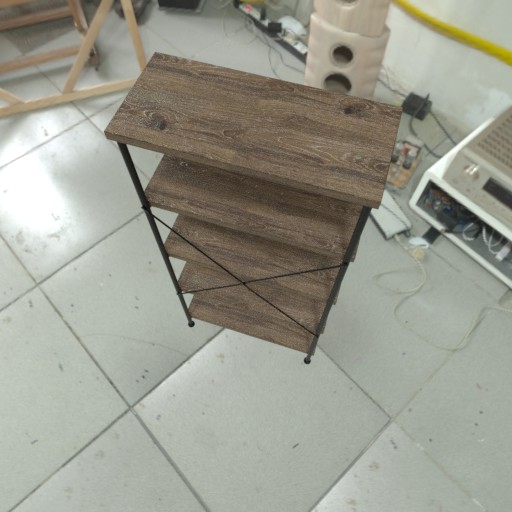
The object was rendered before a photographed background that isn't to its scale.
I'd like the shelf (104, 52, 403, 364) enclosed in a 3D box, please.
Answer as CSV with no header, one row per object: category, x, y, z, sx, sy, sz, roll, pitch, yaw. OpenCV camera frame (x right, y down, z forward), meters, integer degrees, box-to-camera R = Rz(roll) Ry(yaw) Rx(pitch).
shelf,0.000,0.000,2.040,0.800,1.700,0.360,16,63,8
